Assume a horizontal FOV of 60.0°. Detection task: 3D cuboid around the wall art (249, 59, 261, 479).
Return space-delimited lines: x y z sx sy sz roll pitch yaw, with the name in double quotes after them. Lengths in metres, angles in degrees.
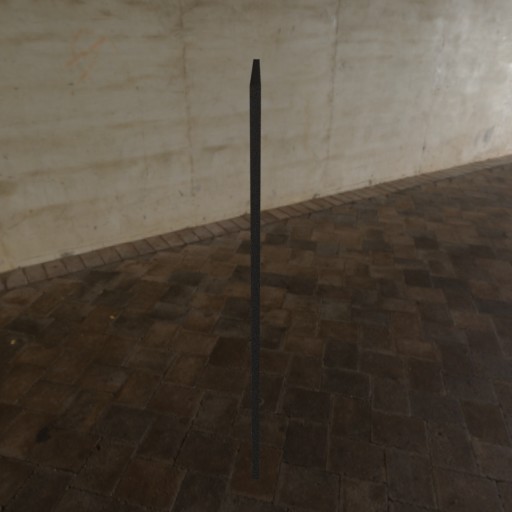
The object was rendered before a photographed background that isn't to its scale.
0.000 0.000 0.840 0.013 0.657 0.457 0 27 0 "wall art"
